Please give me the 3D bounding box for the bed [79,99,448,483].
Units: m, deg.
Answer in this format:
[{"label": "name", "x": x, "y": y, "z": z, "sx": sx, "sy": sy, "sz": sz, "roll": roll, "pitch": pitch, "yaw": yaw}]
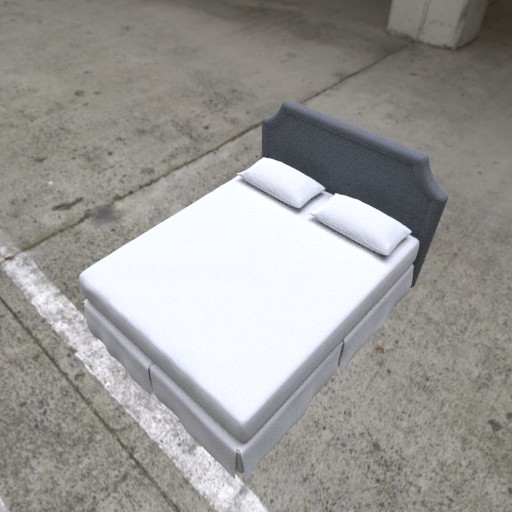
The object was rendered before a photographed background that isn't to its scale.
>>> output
[{"label": "bed", "x": 0.000, "y": 0.000, "z": 3.369, "sx": 1.811, "sy": 1.296, "sz": 2.259, "roll": 33, "pitch": 54, "yaw": 29}]
